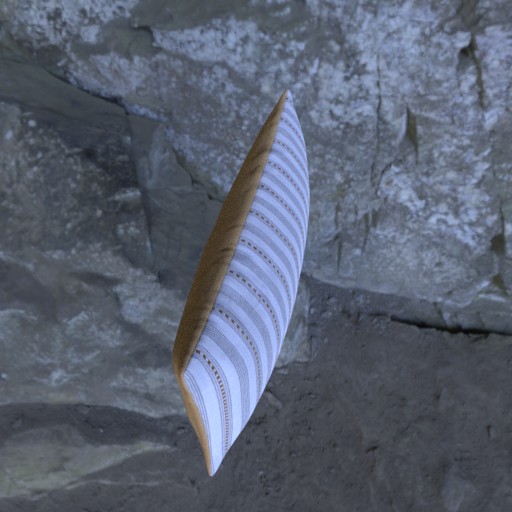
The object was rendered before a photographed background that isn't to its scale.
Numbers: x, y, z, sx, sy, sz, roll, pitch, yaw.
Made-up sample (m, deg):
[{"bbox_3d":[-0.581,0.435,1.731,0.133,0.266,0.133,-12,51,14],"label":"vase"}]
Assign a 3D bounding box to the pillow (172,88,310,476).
[{"bbox_3d":[0.000,0.000,0.729,0.151,0.291,0.608,9,47,8],"label":"pillow"}]
